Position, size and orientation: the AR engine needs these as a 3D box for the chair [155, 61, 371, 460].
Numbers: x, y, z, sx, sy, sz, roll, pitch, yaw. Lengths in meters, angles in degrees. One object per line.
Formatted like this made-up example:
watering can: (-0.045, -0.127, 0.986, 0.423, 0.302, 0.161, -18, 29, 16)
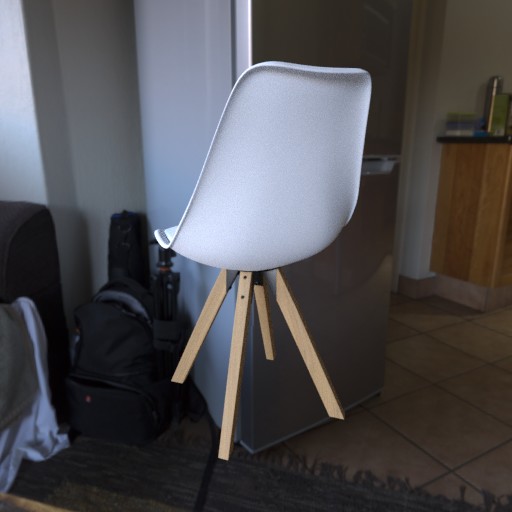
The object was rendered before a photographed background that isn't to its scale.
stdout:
chair: (0.000, 0.000, 1.144, 0.485, 0.849, 0.550, -8, 17, -26)
